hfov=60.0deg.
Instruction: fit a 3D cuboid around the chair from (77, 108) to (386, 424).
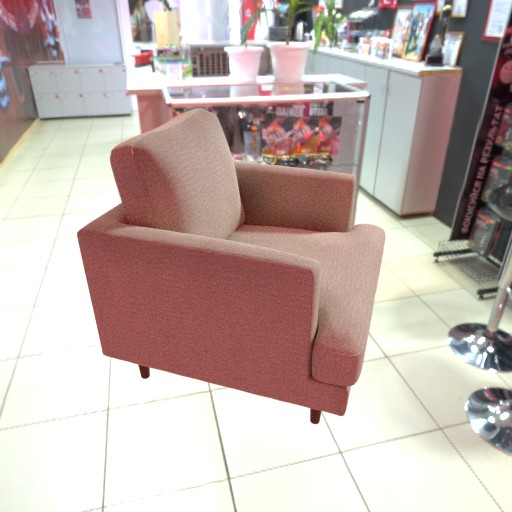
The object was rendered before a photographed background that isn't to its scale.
[{"bbox_3d":[0.000,0.000,1.667,0.899,0.957,0.858,9,31,16],"label":"chair"}]
